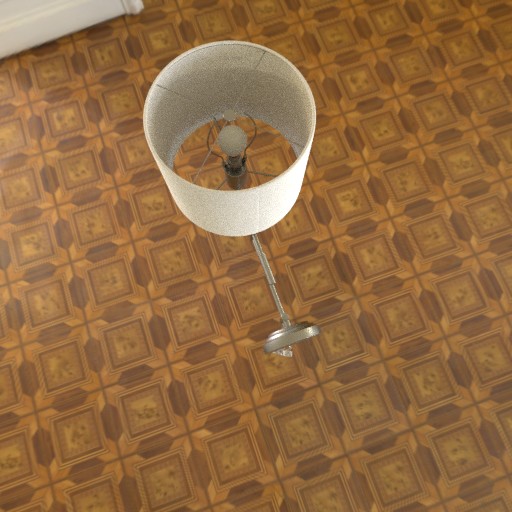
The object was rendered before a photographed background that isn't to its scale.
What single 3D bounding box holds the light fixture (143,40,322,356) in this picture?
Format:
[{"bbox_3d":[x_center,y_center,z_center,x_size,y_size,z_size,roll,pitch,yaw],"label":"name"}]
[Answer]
[{"bbox_3d":[0.000,0.000,1.027,0.253,0.842,0.479,-19,76,-5],"label":"light fixture"}]
